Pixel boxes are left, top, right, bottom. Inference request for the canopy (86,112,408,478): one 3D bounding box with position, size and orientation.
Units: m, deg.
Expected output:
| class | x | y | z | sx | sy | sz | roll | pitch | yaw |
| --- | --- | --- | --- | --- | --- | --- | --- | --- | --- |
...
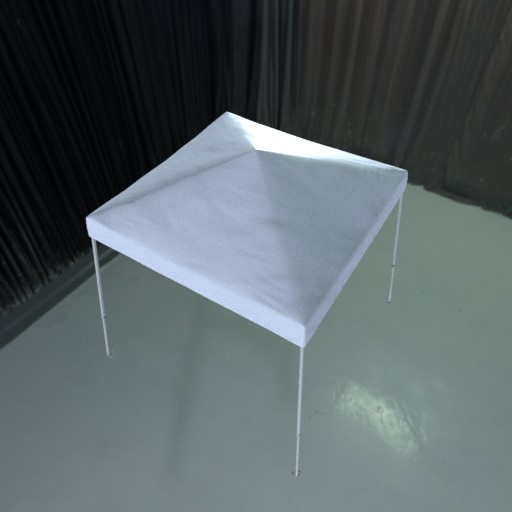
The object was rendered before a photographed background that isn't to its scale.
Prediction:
| class | x | y | z | sx | sy | sz | roll | pitch | yaw |
| --- | --- | --- | --- | --- | --- | --- | --- | --- | --- |
| canopy | 0.000 | 0.000 | 6.452 | 3.600 | 3.600 | 3.599 | 25 | 51 | 21 |
